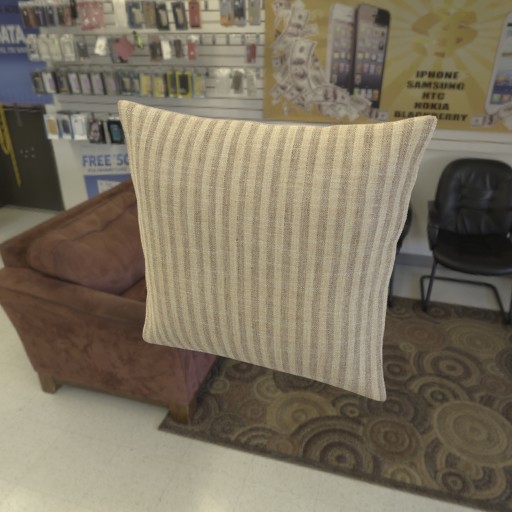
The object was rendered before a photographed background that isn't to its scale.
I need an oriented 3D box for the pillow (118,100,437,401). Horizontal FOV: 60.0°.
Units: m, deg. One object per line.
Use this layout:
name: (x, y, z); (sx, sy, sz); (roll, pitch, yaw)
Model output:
pillow: (0.000, 0.000, 0.793); (0.523, 0.510, 0.166); (9, 28, 18)
